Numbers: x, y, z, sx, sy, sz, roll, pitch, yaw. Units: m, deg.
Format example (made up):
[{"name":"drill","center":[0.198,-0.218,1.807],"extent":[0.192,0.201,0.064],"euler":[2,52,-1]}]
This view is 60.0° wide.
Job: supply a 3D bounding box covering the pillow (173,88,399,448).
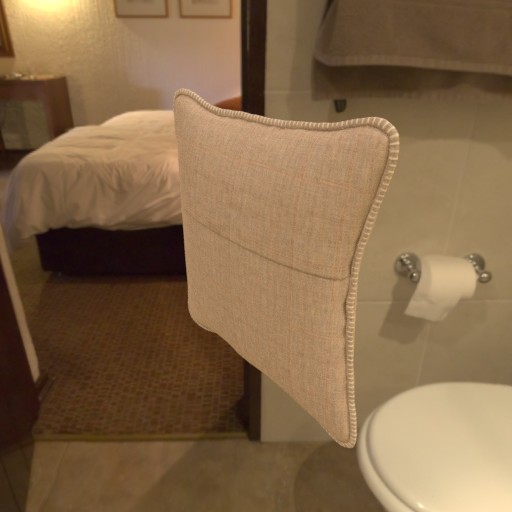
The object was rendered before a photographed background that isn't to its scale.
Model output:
[{"name":"pillow","center":[0.000,0.000,0.735],"extent":[0.124,0.494,0.485],"euler":[-19,32,-34]}]
